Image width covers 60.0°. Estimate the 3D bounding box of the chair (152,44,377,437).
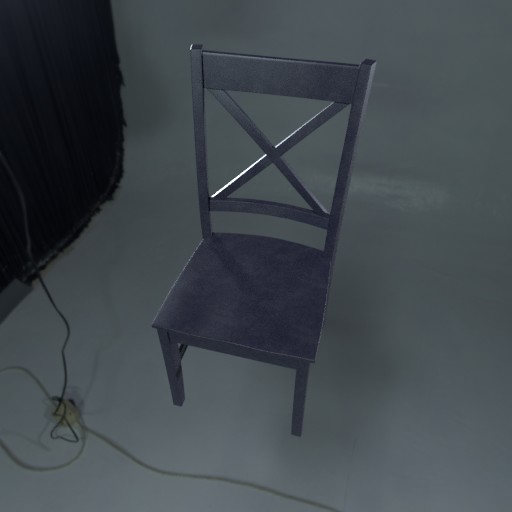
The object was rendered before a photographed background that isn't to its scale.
[{"bbox_3d":[0.000,0.000,1.293,0.485,0.983,0.542,10,43,11],"label":"chair"}]
